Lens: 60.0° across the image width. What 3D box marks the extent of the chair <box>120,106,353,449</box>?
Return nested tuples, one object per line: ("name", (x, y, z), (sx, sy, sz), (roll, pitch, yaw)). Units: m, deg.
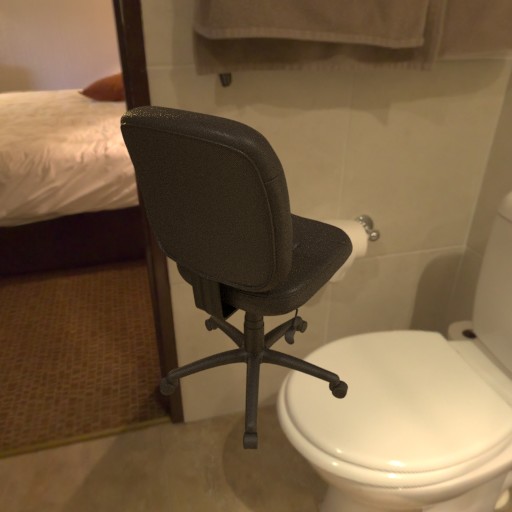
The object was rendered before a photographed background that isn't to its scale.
("chair", (0.000, 0.000, 1.385), (0.647, 0.959, 0.646), (20, 35, 32))
